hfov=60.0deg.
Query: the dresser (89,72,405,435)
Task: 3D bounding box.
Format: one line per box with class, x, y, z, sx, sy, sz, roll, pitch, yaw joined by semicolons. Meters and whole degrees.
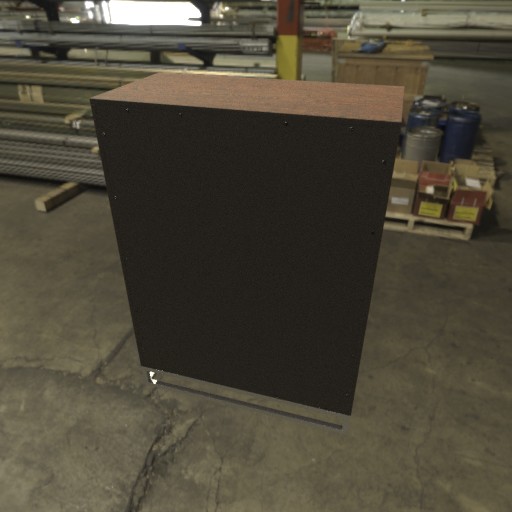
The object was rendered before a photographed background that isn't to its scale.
dresser;0.000;0.000;1.857;0.965;1.321;0.508;9;33;14
